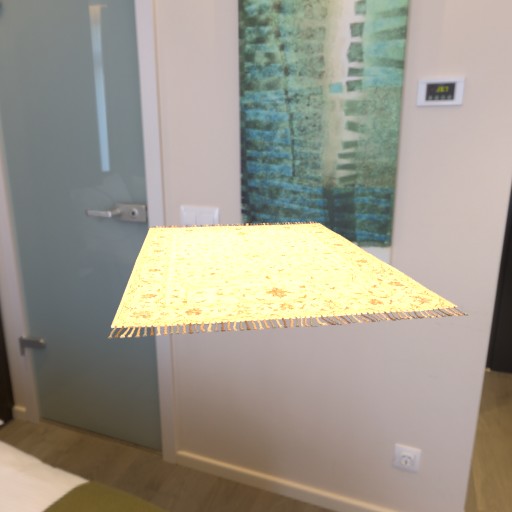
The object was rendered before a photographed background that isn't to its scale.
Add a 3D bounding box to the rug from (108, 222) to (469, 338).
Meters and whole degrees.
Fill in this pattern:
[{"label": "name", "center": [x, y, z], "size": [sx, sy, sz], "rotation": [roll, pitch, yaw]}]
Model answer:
[{"label": "rug", "center": [0.000, 0.000, 2.325], "size": [1.218, 0.017, 1.861], "rotation": [-2, 15, -9]}]
